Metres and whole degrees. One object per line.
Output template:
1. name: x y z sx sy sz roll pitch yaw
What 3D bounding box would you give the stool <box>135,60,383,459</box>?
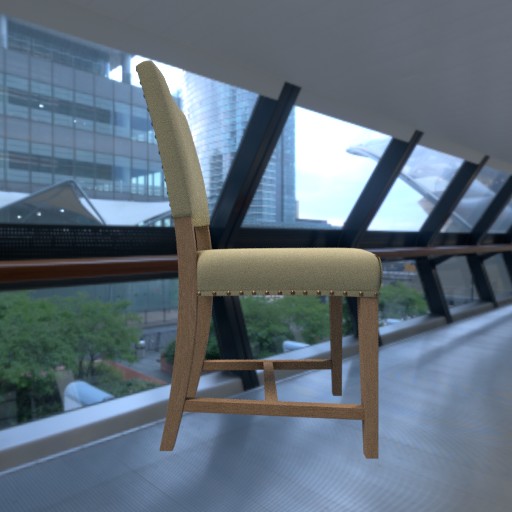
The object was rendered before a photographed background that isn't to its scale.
1. stool: 0.000 0.000 1.326 0.623 0.986 0.508 0 1 0
